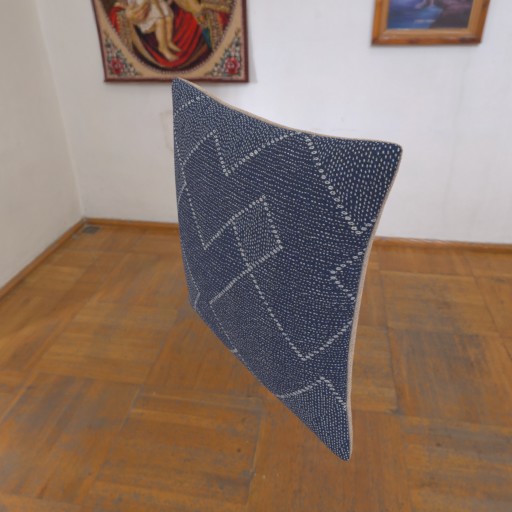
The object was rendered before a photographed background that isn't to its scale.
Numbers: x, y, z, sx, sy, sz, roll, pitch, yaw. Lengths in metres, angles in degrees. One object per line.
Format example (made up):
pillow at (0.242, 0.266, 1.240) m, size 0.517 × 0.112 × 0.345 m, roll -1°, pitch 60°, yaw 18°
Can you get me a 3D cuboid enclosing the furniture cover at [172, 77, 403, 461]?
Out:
furniture cover at (0.000, 0.000, 0.747) m, size 0.162 × 0.503 × 0.511 m, roll -20°, pitch 36°, yaw -30°
